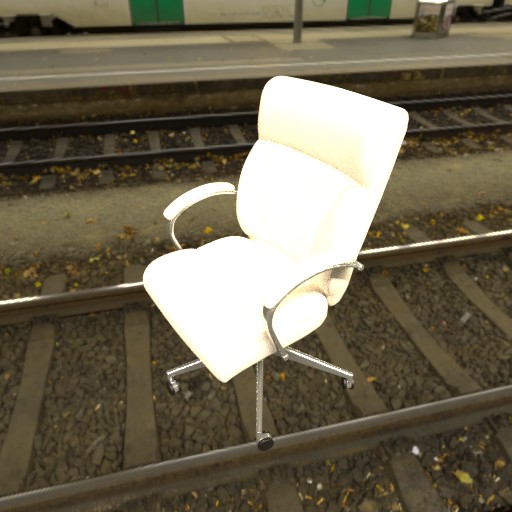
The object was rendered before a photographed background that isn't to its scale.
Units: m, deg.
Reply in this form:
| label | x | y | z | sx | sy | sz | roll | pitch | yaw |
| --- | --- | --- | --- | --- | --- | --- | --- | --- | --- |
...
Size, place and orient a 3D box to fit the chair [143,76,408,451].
| label | x | y | z | sx | sy | sz | roll | pitch | yaw |
| --- | --- | --- | --- | --- | --- | --- | --- | --- | --- |
| chair | 0.000 | 0.000 | 1.589 | 0.745 | 1.099 | 0.727 | -21 | 38 | -29 |
